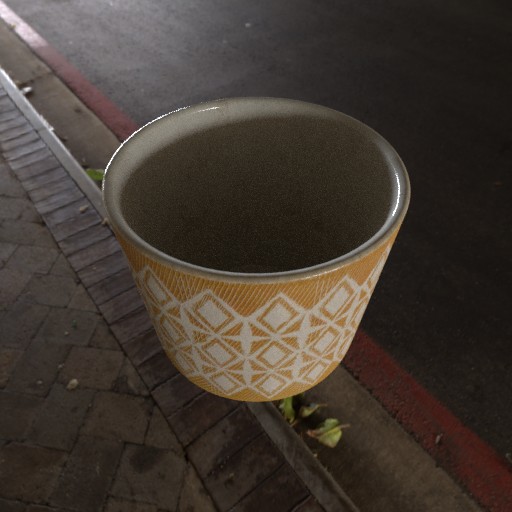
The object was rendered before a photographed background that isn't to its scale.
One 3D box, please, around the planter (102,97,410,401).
[{"bbox_3d":[0.000,0.000,0.343,0.193,0.165,0.193,0,46,0],"label":"planter"}]
